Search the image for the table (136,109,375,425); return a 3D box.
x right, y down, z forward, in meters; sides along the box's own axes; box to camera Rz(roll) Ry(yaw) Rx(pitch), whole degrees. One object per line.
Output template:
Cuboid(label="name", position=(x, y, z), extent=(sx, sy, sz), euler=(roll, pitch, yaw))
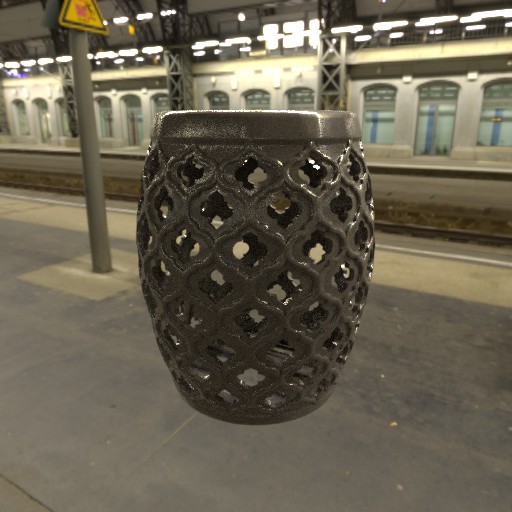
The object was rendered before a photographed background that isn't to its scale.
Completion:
Cuboid(label="table", position=(0.000, 0.000, 0.630), extent=(0.325, 0.388, 0.325), euler=(0, 17, 0))
